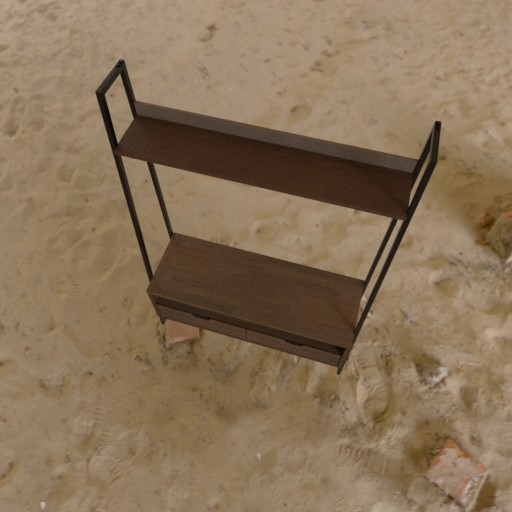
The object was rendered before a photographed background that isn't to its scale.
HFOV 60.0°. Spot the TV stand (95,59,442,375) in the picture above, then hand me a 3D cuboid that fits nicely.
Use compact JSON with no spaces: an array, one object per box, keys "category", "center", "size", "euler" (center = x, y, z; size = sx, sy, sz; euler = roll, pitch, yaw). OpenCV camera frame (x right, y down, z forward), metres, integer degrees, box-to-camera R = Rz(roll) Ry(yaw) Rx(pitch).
[{"category":"TV stand","center":[0.000,0.000,2.312],"size":[1.250,1.772,0.432],"euler":[14,60,9]}]
